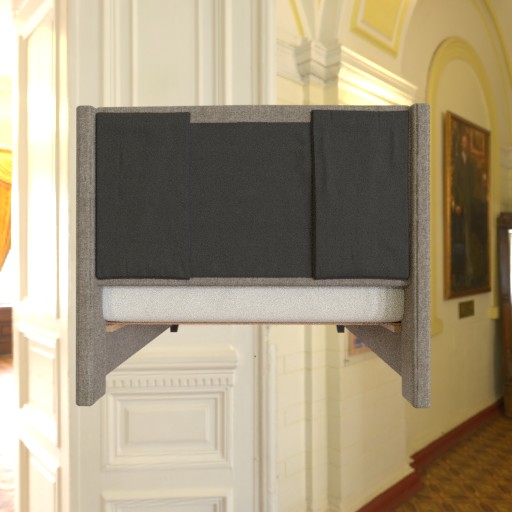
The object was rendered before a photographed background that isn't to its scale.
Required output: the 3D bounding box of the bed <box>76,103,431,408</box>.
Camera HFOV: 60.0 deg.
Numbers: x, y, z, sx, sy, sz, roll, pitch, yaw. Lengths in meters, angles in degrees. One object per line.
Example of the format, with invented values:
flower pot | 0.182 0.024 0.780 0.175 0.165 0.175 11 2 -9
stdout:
bed | 0.000 0.000 3.248 1.714 1.481 2.245 0 0 1
